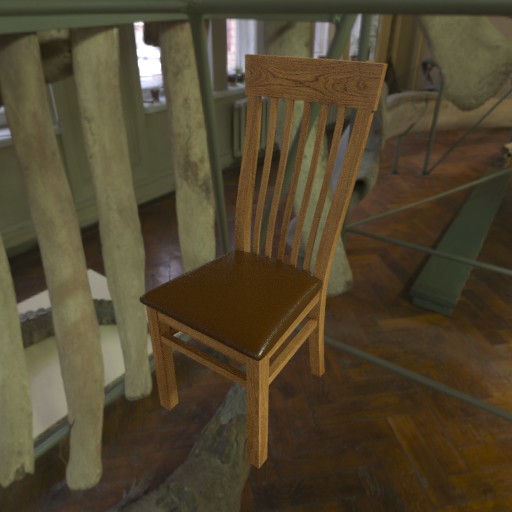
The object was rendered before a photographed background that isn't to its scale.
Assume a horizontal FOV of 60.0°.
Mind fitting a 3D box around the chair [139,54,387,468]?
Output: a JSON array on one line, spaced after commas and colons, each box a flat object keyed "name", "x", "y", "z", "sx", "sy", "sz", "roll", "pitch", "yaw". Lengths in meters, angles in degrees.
[{"name": "chair", "x": 0.000, "y": 0.000, "z": 1.335, "sx": 0.450, "sy": 1.050, "sz": 0.580, "roll": 19, "pitch": 35, "yaw": 30}]
